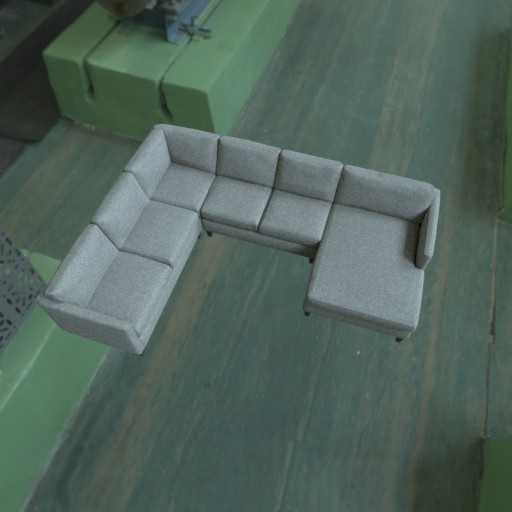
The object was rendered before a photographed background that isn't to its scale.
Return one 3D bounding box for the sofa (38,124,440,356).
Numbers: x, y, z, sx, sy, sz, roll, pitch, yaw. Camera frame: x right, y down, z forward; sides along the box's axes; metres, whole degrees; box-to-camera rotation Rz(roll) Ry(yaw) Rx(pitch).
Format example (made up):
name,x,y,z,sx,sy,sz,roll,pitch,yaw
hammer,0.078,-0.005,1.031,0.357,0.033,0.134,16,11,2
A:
name,x,y,z,sx,sy,sz,roll,pitch,yaw
sofa,0.000,0.000,4.660,3.460,0.959,2.593,15,58,10
